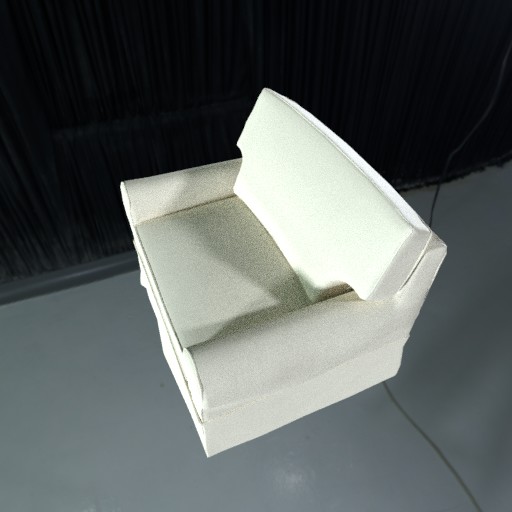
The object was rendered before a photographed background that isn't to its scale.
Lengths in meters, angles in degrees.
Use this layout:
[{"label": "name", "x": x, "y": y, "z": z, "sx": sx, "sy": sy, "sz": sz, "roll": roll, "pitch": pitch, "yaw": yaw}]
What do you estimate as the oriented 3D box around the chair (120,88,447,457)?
[{"label": "chair", "x": 0.000, "y": 0.000, "z": 1.799, "sx": 0.904, "sy": 0.958, "sz": 1.099, "roll": -18, "pitch": 49, "yaw": -16}]
